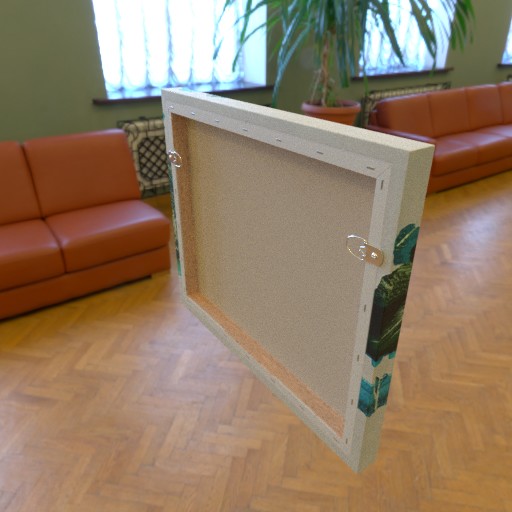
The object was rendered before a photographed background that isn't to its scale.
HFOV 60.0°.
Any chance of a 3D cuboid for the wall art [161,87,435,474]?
[{"bbox_3d":[0.000,0.000,0.680,0.041,0.435,0.507,-19,33,-31],"label":"wall art"}]
